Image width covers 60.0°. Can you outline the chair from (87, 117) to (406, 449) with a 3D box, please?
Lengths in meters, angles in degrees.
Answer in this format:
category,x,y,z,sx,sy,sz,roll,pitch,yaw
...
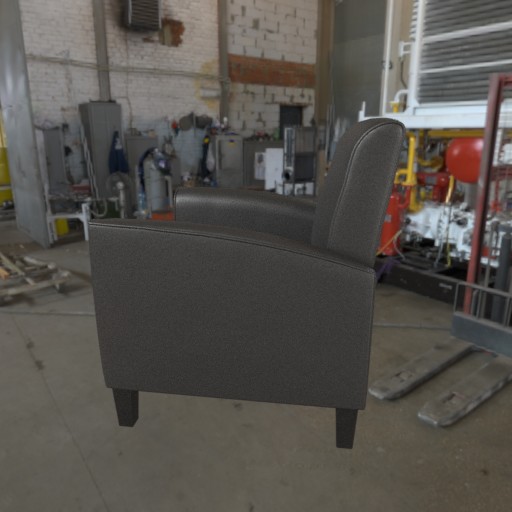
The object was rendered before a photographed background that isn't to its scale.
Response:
category,x,y,z,sx,sy,sz,roll,pitch,yaw
chair,0.000,0.000,1.550,0.819,0.916,0.820,2,16,8
